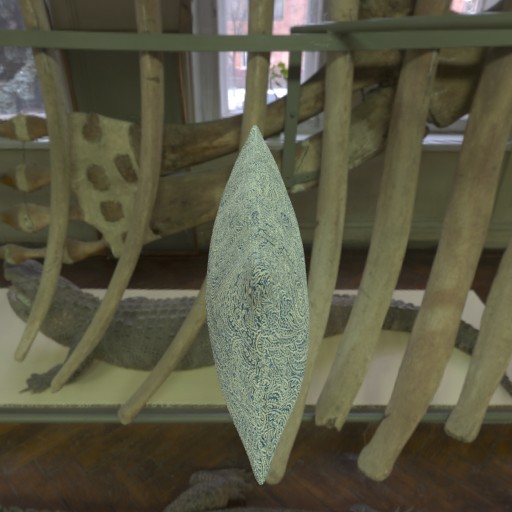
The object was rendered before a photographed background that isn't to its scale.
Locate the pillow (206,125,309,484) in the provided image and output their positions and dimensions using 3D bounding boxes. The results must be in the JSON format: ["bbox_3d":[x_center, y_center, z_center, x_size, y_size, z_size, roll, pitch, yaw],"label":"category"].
[{"bbox_3d":[0.000,0.000,0.722,0.151,0.295,0.615,0,28,-1],"label":"pillow"}]
